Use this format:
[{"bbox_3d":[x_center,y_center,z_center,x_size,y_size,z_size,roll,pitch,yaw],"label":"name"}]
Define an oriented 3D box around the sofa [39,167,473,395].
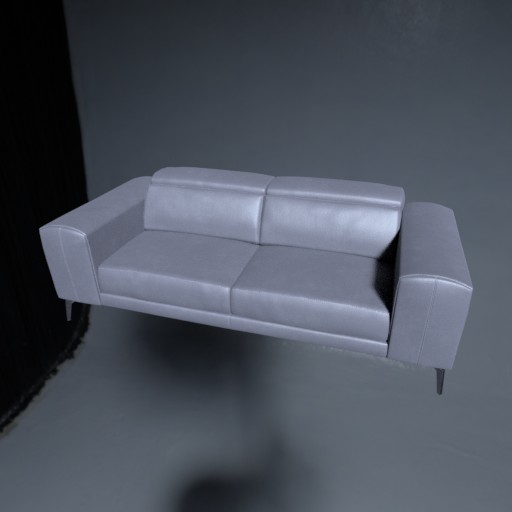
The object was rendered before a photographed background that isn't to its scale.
[{"bbox_3d":[0.000,0.000,2.778,2.330,0.814,1.048,8,28,15],"label":"sofa"}]
